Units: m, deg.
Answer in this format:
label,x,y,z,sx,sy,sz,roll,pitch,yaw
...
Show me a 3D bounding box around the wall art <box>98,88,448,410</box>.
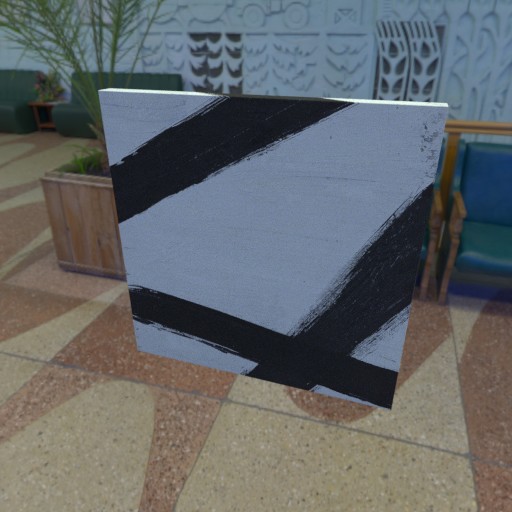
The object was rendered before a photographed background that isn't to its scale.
label,x,y,z,sx,sy,sz,roll,pitch,yaw
wall art,0.000,0.000,1.119,0.765,0.765,0.046,9,28,17
